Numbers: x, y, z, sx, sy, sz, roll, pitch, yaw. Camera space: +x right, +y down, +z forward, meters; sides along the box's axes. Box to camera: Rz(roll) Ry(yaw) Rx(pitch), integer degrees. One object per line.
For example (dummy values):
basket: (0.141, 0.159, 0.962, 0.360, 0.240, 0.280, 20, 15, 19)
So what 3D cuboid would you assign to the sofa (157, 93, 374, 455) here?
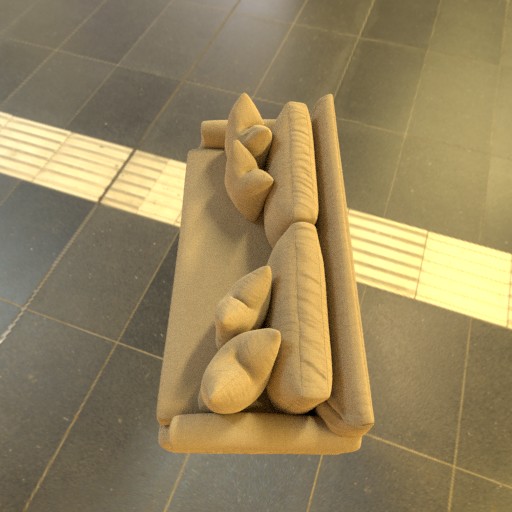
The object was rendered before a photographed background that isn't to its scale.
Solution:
sofa: (0.000, 0.000, 2.771, 1.067, 0.904, 2.285, 0, 58, 0)
